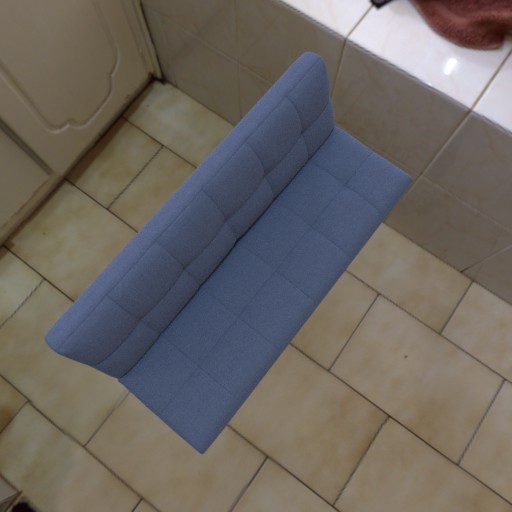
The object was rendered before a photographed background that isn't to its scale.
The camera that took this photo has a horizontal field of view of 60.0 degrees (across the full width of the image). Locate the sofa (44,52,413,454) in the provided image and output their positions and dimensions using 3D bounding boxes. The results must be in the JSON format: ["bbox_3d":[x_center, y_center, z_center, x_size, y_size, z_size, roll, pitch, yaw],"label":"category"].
[{"bbox_3d":[0.000,0.000,2.243,0.796,0.800,1.800,38,78,10],"label":"sofa"}]
